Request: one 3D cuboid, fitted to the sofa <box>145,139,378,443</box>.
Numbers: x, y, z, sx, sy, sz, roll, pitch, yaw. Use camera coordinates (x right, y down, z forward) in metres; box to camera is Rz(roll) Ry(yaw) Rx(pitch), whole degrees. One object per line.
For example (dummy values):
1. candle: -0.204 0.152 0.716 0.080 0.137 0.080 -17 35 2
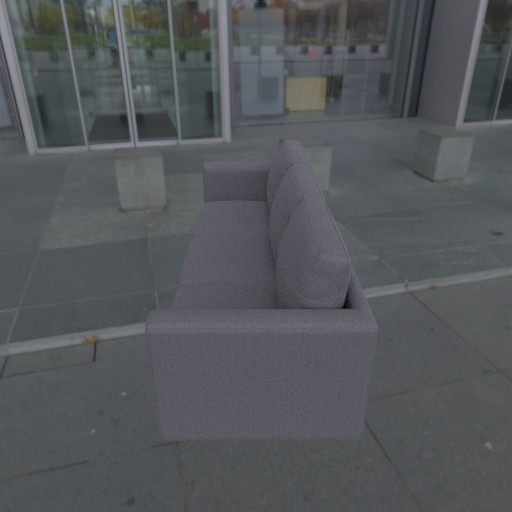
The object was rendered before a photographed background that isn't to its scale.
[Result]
1. sofa: 0.000 0.000 2.456 0.802 0.912 2.029 0 27 0
